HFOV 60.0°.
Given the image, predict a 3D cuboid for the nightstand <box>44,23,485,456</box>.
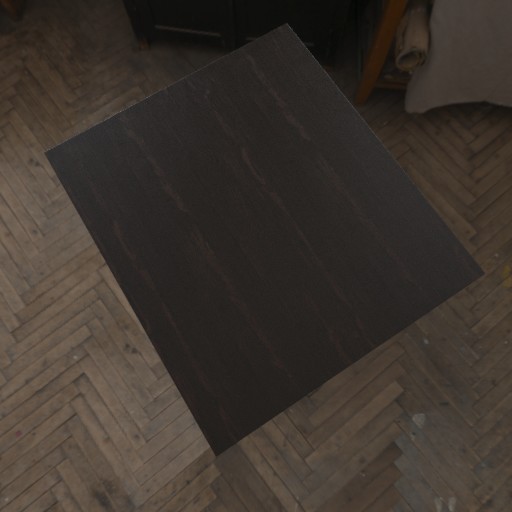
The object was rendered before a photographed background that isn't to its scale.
[{"bbox_3d":[0.000,0.000,0.860,0.427,0.487,0.489,-32,77,-8],"label":"nightstand"}]
